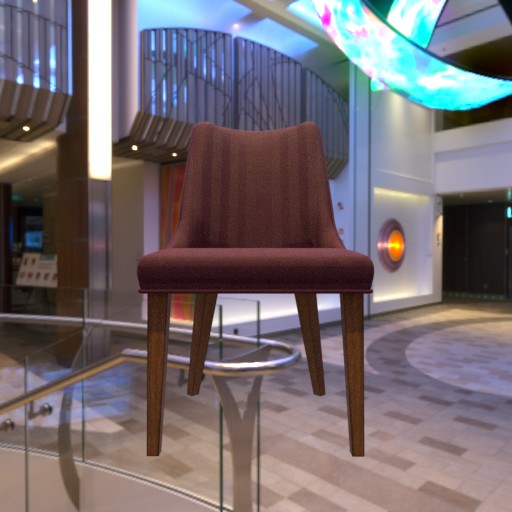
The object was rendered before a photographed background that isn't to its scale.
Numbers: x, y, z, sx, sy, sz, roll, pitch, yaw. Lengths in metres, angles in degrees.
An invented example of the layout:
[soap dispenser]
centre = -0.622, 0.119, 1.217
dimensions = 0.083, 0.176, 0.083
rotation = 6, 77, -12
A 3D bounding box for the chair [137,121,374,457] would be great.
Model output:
[chair]
centre = 0.000, 0.000, 1.325
dimensions = 0.548, 0.916, 0.638
rotation = 0, 1, 0
